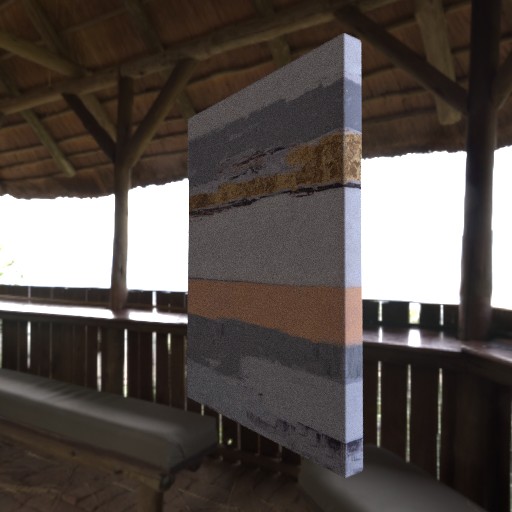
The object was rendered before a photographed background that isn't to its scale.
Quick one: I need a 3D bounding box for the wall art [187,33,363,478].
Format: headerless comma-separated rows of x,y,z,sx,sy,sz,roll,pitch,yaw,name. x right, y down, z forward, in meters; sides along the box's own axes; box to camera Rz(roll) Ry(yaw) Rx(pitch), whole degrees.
0.000,0.000,0.798,0.038,0.609,0.456,1,-1,-36,wall art
